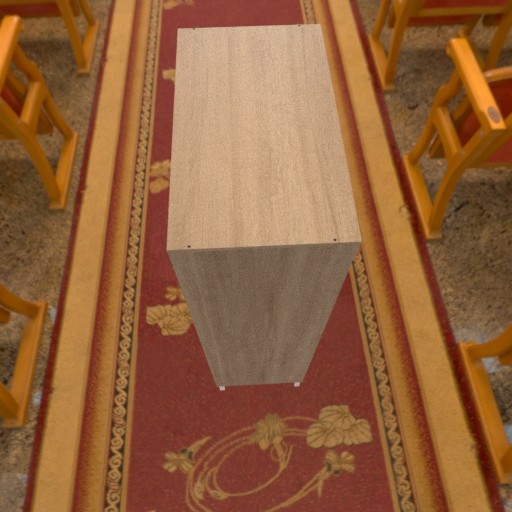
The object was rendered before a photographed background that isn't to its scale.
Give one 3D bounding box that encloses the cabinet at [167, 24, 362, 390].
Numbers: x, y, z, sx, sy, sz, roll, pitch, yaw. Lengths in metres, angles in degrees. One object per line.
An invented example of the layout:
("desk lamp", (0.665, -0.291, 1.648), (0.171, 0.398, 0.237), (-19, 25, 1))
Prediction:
("cabinet", (0.000, 0.000, 2.409), (0.571, 1.999, 1.006), (-3, 62, -1))
